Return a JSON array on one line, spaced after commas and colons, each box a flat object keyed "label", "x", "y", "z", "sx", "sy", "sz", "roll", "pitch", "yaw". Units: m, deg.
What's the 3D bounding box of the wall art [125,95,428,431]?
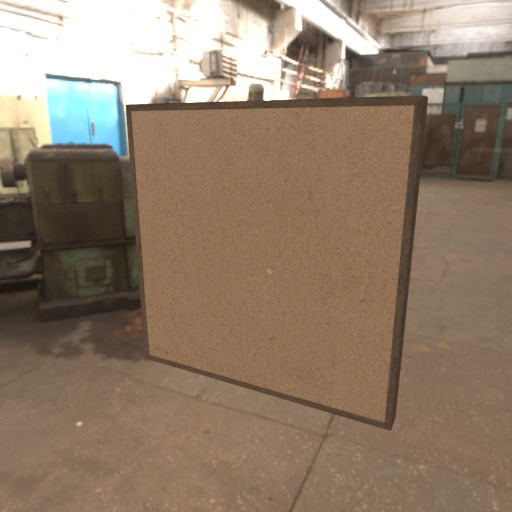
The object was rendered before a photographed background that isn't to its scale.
[{"label": "wall art", "x": 0.000, "y": 0.000, "z": 0.769, "sx": 0.508, "sy": 0.508, "sz": 0.038, "roll": 8, "pitch": 18, "yaw": 26}]
